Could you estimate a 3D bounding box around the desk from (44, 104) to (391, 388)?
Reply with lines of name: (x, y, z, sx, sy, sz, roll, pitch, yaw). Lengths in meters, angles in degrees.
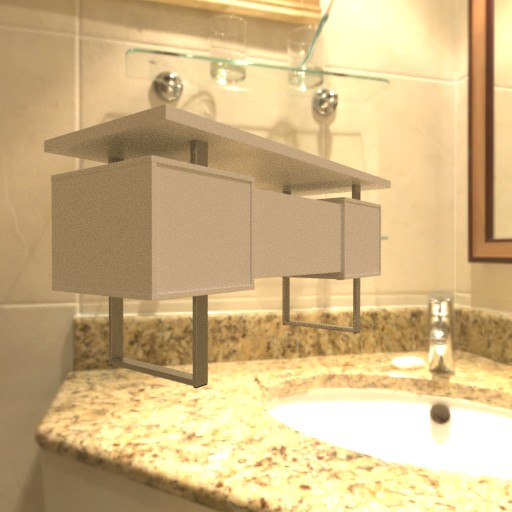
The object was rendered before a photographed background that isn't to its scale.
desk: (0.000, 0.000, 1.895, 0.603, 0.773, 1.530, 0, 1, 37)
